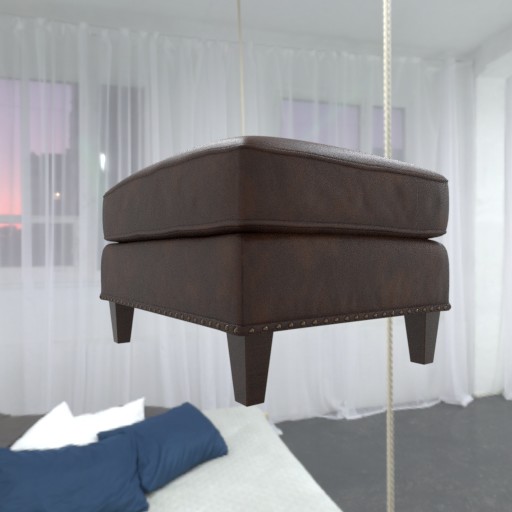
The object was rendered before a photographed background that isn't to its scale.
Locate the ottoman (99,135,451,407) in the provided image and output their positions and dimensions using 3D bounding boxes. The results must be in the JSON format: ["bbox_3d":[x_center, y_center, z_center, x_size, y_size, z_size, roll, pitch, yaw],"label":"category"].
[{"bbox_3d":[0.000,0.000,1.132,0.586,0.486,0.742,0,0,-35],"label":"ottoman"}]
